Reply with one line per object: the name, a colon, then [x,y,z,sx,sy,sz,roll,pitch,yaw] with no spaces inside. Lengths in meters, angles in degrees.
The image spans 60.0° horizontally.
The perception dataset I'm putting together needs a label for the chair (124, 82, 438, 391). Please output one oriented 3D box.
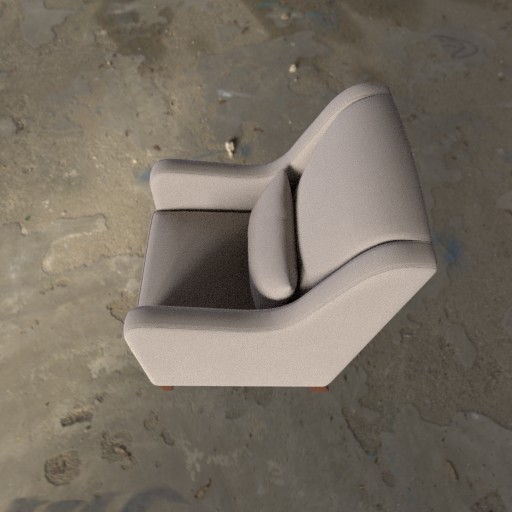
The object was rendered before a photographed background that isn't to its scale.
chair: [0.000,0.000,1.614,0.863,1.010,0.715,0,56,0]
